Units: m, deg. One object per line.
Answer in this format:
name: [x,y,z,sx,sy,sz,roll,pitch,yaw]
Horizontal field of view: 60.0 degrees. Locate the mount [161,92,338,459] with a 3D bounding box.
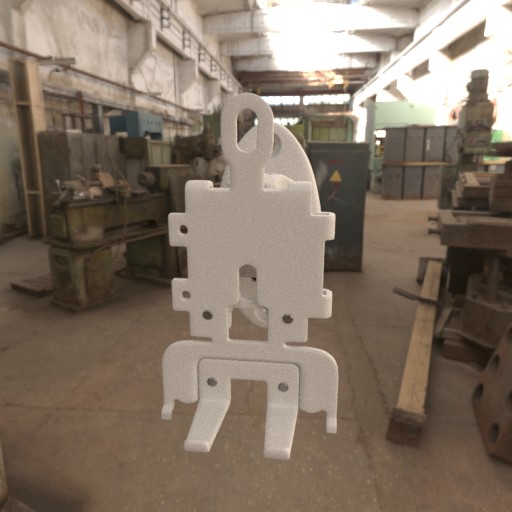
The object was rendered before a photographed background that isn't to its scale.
mount: [0.000,0.000,0.177,0.066,0.118,0.100,2,14,7]
